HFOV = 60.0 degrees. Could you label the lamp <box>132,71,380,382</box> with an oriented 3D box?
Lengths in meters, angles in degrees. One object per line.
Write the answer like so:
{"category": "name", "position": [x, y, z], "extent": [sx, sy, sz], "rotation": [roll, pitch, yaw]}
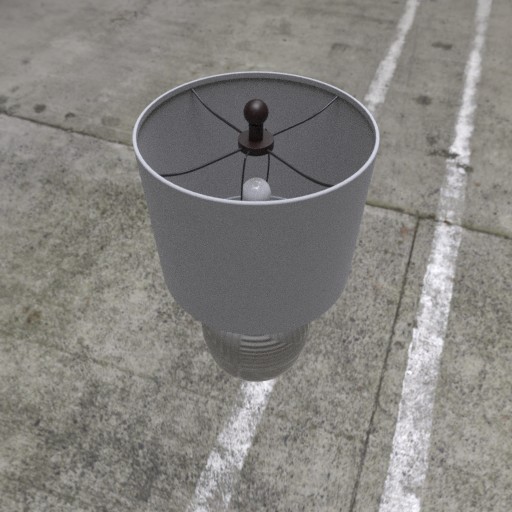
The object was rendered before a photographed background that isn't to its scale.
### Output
{"category": "lamp", "position": [0.000, 0.000, 0.760], "extent": [0.318, 0.567, 0.318], "rotation": [0, 47, 0]}
